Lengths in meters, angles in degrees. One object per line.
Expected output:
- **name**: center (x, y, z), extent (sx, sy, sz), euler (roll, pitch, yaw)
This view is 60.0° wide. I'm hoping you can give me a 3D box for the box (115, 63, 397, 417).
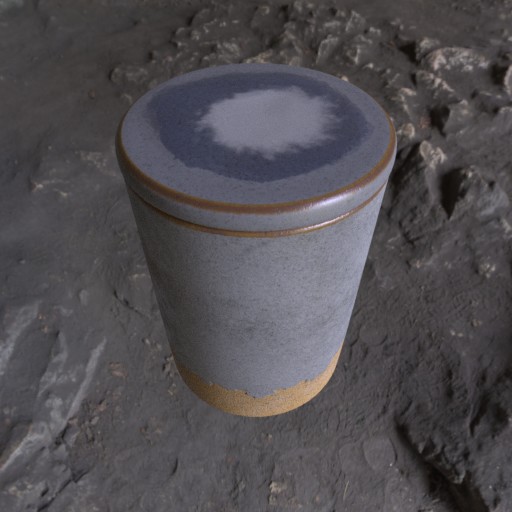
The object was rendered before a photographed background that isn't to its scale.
- **box**: center (0.000, 0.000, 0.247), extent (0.118, 0.168, 0.118), euler (0, 47, 0)
